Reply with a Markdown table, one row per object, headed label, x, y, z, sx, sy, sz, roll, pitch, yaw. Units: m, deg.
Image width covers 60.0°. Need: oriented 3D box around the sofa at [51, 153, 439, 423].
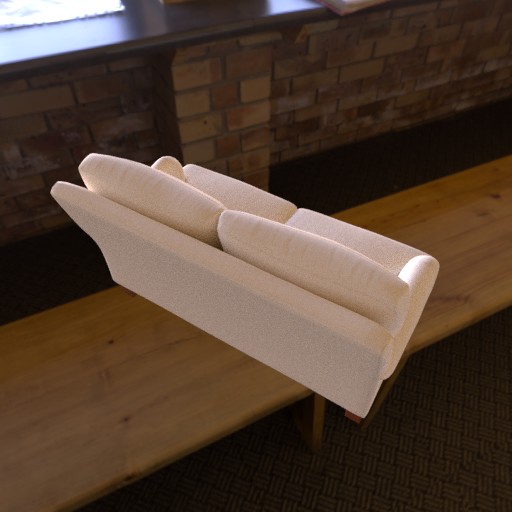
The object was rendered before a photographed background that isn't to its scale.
| label | x | y | z | sx | sy | sz | roll | pitch | yaw |
| --- | --- | --- | --- | --- | --- | --- | --- | --- | --- |
| sofa | 0.000 | 0.000 | 2.527 | 1.853 | 1.101 | 1.084 | 24 | 51 | 22 |
